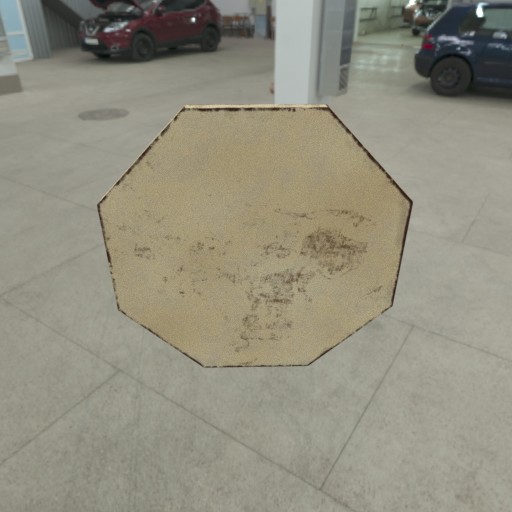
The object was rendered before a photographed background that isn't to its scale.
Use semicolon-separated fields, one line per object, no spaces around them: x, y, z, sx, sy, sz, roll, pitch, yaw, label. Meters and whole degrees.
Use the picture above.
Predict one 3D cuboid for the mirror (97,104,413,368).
0.000;0.000;0.988;0.648;0.648;0.031;-1;31;-1;mirror
